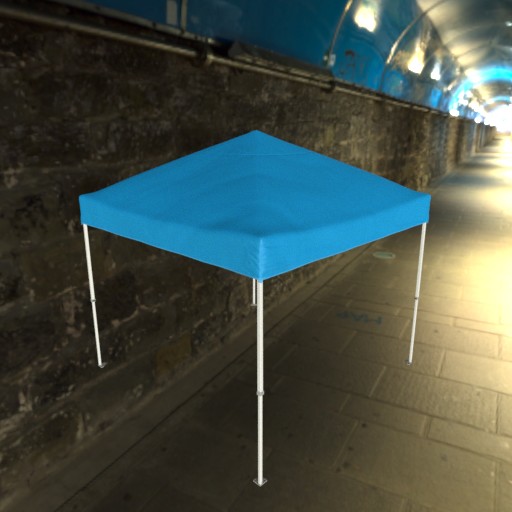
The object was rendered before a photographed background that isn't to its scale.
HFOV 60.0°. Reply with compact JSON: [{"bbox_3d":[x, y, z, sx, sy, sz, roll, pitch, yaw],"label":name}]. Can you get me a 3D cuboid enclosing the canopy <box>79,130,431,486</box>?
[{"bbox_3d":[0.000,0.000,5.487,2.996,2.997,2.998,15,22,42],"label":"canopy"}]
